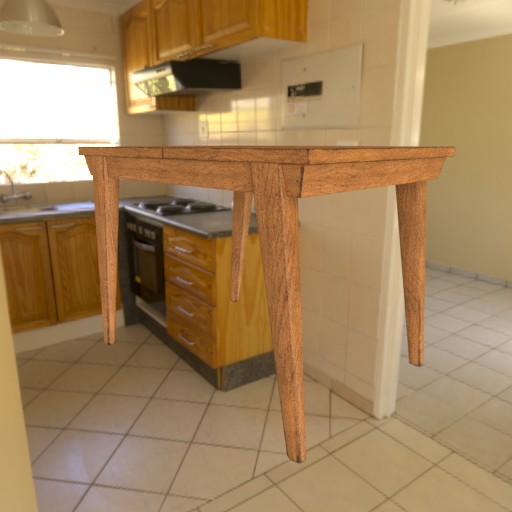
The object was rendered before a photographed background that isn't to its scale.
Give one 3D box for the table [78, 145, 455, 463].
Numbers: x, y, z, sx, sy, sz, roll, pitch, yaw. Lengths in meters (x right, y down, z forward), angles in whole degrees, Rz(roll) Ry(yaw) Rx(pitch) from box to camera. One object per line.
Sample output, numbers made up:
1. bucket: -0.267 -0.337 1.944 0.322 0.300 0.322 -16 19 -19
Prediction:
1. table: 0.000 0.000 1.583 1.027 0.760 0.757 13 20 42
